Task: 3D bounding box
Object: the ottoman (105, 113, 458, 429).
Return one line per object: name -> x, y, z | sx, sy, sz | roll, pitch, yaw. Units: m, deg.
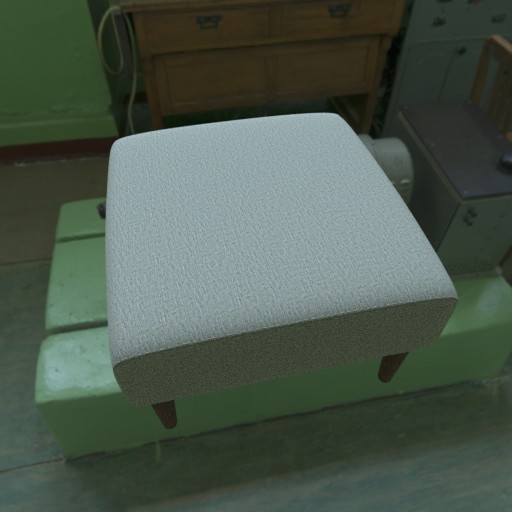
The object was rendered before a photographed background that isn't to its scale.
ottoman -> 0.000, 0.000, 1.071 | 0.649, 0.398, 0.650 | -9, 48, -8
